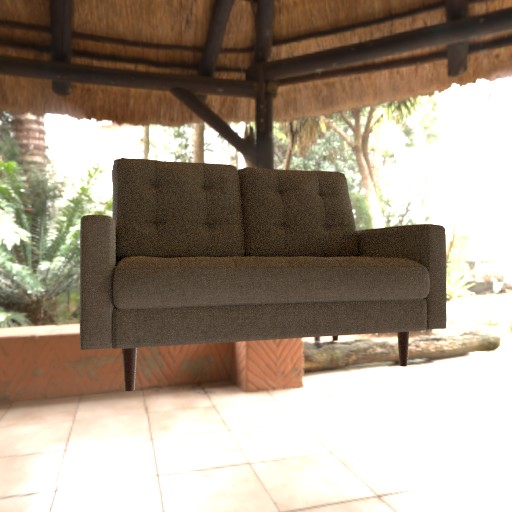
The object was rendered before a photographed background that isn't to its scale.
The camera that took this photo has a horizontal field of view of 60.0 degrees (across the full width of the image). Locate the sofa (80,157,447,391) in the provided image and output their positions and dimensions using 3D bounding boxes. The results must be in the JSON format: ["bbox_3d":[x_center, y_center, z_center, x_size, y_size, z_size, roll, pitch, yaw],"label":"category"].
[{"bbox_3d":[0.000,0.000,1.961,1.407,0.907,0.842,0,0,-18],"label":"sofa"}]
